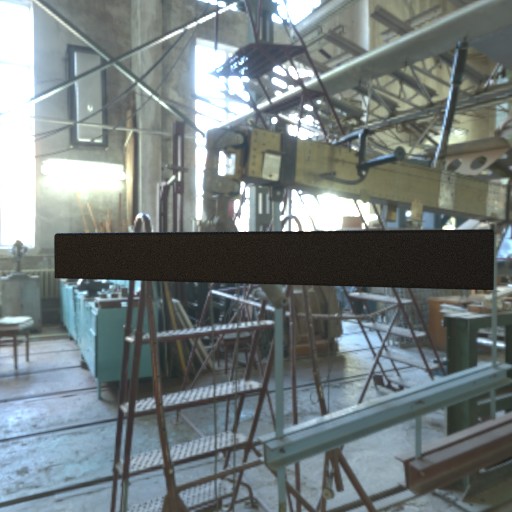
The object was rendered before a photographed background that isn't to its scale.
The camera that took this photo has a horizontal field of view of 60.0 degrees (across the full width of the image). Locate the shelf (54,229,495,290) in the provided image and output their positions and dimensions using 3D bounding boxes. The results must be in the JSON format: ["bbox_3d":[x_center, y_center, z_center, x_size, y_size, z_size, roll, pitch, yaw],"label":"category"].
[{"bbox_3d":[0.000,0.000,0.493,0.456,0.053,0.102,0,2,17],"label":"shelf"}]
